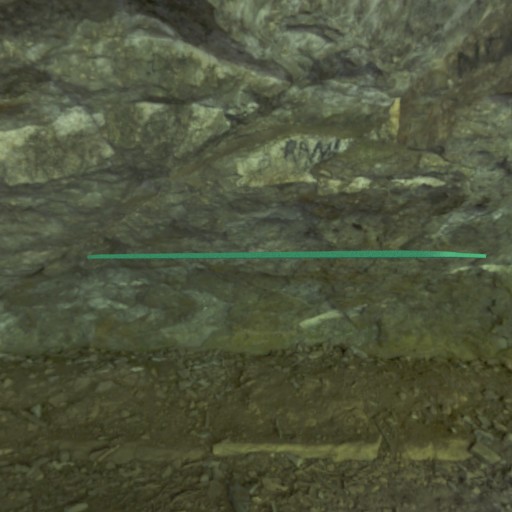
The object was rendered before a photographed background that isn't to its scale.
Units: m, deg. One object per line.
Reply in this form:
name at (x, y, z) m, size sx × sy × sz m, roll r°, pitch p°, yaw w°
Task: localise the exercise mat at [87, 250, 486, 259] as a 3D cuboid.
exercise mat at (0.000, 0.000, 2.077) m, size 1.869 × 0.021 × 0.616 m, roll 0°, pitch -1°, yaw 37°
